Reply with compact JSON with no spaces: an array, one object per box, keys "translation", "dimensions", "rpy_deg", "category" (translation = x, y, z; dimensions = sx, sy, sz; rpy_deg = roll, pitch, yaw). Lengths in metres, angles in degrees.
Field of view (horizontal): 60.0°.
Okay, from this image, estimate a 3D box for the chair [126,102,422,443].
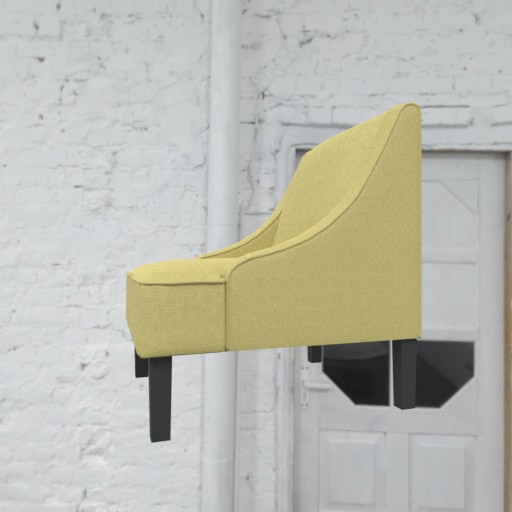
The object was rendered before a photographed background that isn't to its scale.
[{"translation":[0.000,0.000,1.484],"dimensions":[0.814,0.896,0.696],"rpy_deg":[0,0,-19],"category":"chair"}]
